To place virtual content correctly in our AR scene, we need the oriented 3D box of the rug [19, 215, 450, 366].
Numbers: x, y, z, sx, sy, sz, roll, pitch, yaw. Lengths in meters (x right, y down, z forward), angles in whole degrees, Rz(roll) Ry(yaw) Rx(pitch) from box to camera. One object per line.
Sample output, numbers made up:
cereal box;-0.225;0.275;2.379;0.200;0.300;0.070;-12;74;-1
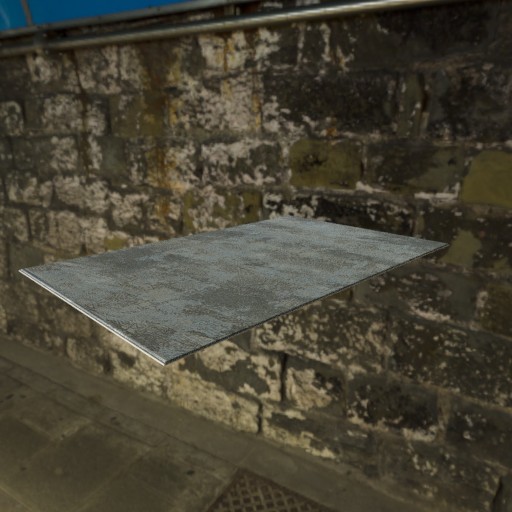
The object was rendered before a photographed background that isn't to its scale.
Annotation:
rug;0.000;0.000;2.920;2.431;0.012;1.536;-15;22;-42
